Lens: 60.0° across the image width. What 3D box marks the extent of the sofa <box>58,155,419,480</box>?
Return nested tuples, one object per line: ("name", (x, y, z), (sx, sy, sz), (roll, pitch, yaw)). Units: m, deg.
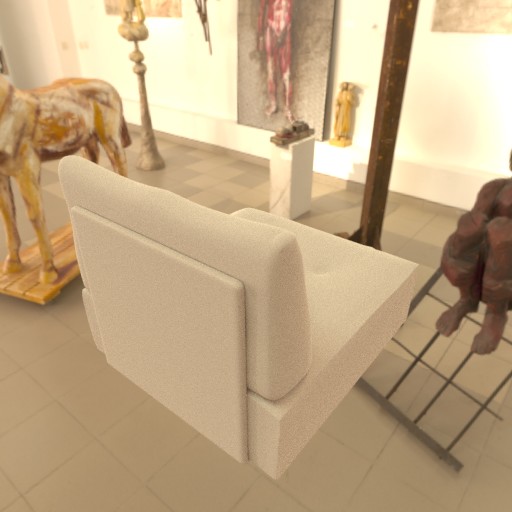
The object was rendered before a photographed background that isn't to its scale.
("sofa", (0.000, 0.000, 1.686), (0.935, 0.828, 1.000), (22, 38, 32))
